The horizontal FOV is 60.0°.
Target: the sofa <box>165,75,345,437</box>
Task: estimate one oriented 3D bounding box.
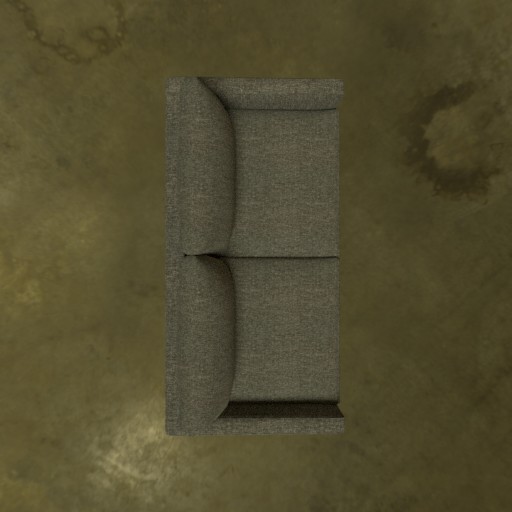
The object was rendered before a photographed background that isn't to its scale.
[{"bbox_3d":[0.000,0.000,2.278,0.866,0.862,1.716,0,90,-2],"label":"sofa"}]
